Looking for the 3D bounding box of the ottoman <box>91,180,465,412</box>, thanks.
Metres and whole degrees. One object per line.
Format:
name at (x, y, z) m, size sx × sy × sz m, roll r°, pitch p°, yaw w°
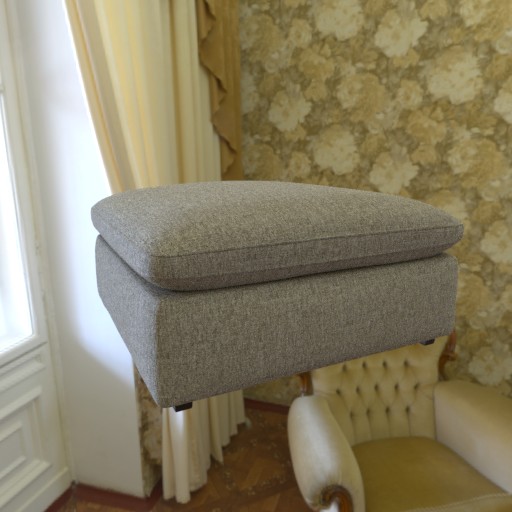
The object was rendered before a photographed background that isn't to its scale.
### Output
ottoman at (0.000, 0.000, 1.639) m, size 1.039 × 0.526 × 1.035 m, roll -7°, pitch 15°, yaw -26°
